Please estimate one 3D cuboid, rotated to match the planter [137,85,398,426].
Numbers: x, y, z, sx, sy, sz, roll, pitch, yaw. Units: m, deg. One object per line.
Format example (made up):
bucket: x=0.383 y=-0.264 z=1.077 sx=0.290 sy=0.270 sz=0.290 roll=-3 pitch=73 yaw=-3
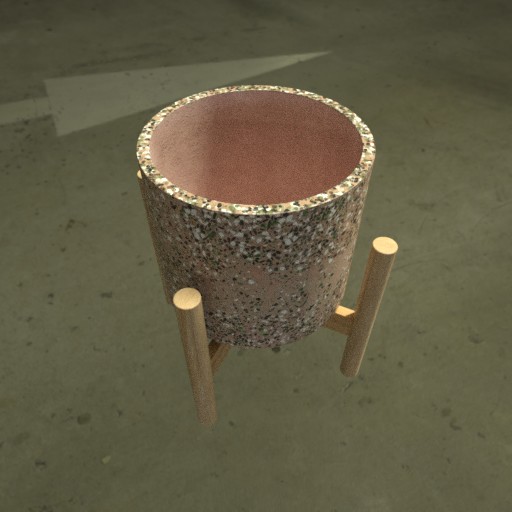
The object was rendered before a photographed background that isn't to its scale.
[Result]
planter: x=0.000 y=0.000 z=0.533 sx=0.284 sy=0.320 sz=0.284 roll=-33 pitch=54 yaw=-28
